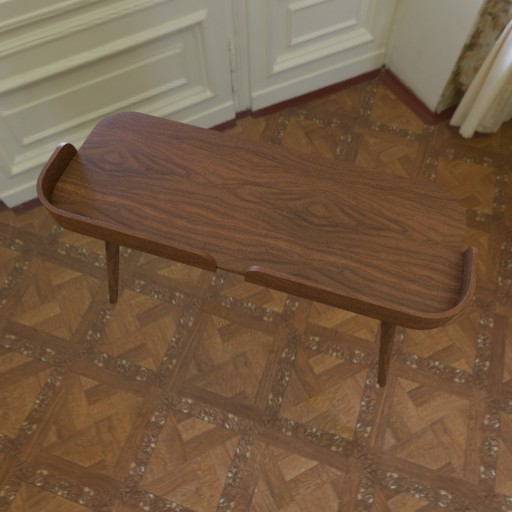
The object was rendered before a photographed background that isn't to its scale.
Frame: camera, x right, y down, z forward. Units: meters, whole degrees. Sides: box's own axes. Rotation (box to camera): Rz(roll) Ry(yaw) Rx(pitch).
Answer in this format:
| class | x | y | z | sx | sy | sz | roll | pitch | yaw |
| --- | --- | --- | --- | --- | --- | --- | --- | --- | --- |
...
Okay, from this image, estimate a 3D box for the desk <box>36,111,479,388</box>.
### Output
| class | x | y | z | sx | sy | sz | roll | pitch | yaw |
| --- | --- | --- | --- | --- | --- | --- | --- | --- | --- |
| desk | 0.000 | 0.000 | 1.629 | 1.256 | 0.800 | 0.486 | 16 | 63 | 8 |
